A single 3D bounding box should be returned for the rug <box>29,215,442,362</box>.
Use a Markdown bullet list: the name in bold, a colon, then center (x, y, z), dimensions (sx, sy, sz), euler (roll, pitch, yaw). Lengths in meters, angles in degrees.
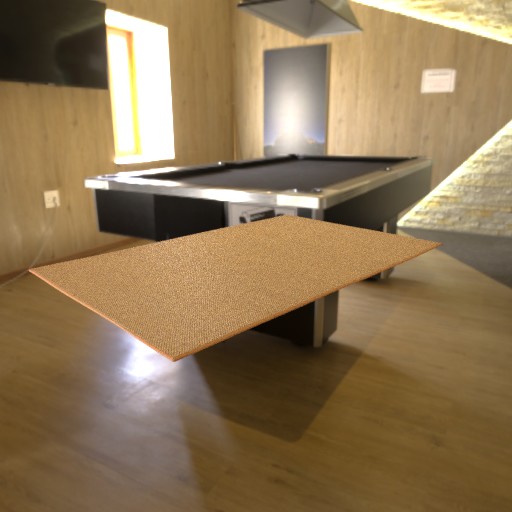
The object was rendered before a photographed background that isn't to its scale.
- **rug**: center (0.000, 0.000, 2.091), dimensions (1.678, 0.013, 1.078), euler (-16, 23, -43)
